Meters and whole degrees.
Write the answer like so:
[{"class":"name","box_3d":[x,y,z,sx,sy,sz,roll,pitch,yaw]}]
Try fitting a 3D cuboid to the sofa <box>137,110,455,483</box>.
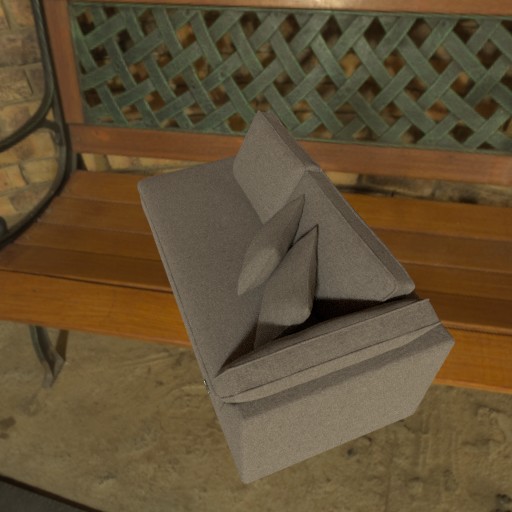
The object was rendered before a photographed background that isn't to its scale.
[{"class":"sofa","box_3d":[0.000,0.000,2.813,1.110,1.033,2.237,-16,48,-15]}]
